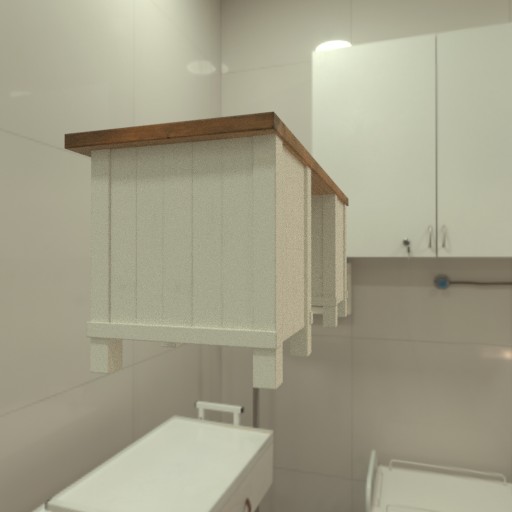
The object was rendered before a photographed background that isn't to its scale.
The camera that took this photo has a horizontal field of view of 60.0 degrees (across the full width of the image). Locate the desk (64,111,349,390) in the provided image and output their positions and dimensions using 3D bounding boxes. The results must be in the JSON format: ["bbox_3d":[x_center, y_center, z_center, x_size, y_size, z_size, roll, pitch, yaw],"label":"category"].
[{"bbox_3d":[0.000,0.000,2.152,0.688,0.760,1.803,0,-1,18],"label":"desk"}]
